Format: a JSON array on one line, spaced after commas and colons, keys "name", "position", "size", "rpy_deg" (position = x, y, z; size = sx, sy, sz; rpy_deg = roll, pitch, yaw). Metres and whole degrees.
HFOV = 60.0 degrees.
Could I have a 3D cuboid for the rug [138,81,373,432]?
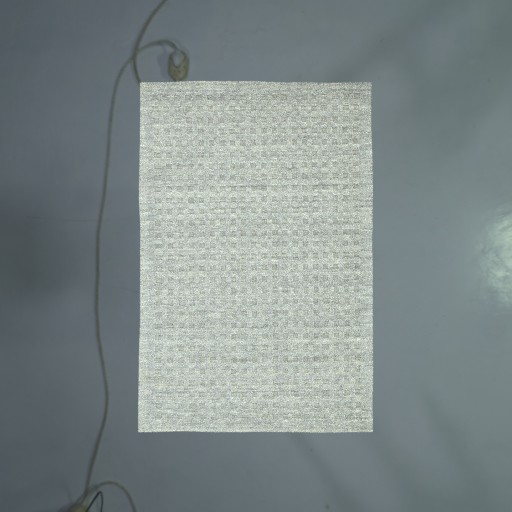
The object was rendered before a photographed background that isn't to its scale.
[{"name": "rug", "position": [0.000, 0.000, 2.904], "size": [1.532, 0.018, 2.297], "rpy_deg": [0, 89, 0]}]
